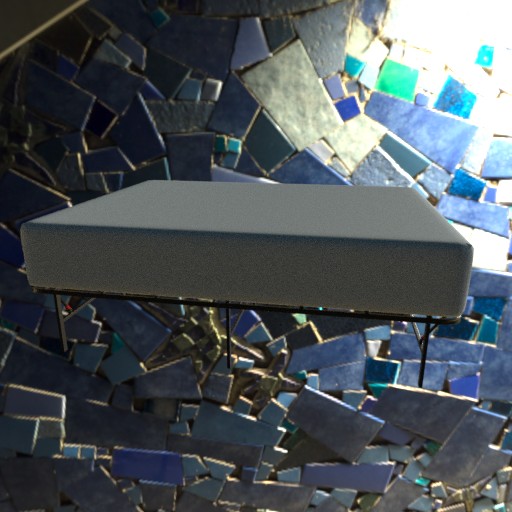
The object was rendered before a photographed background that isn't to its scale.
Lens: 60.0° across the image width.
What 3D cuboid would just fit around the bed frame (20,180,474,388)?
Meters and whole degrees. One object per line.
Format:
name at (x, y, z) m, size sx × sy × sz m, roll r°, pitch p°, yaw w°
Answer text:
bed frame at (0.000, 0.000, 2.705) m, size 2.037 × 0.677 × 1.528 m, roll 3°, pitch 18°, yaw 10°
